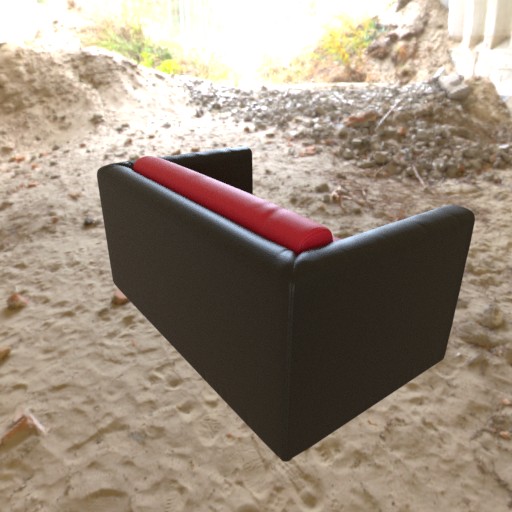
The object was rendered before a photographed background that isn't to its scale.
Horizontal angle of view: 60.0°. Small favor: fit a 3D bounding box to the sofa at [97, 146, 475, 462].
[{"bbox_3d":[0.000,0.000,1.921,0.845,0.735,1.410,-18,30,-33],"label":"sofa"}]
